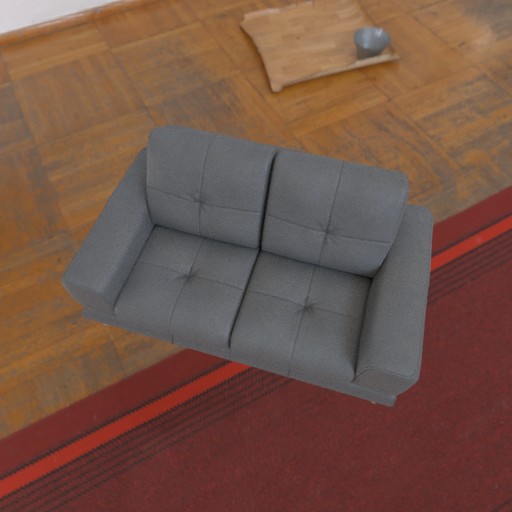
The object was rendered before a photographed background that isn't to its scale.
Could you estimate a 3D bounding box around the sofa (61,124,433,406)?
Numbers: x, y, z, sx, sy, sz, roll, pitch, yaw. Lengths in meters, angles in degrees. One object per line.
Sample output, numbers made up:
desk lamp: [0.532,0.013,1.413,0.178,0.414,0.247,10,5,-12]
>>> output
sofa: [0.000,0.000,2.399,1.806,0.907,1.018,14,59,9]
